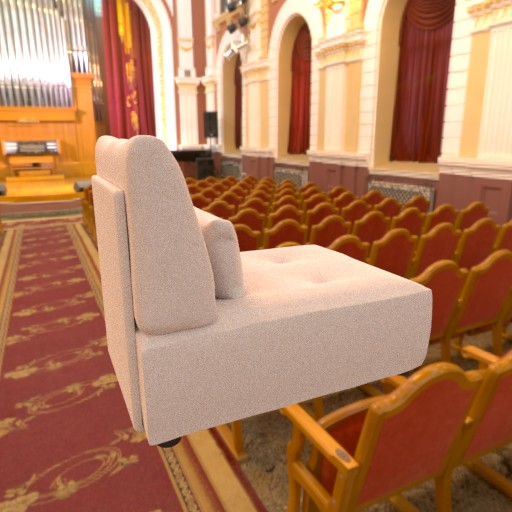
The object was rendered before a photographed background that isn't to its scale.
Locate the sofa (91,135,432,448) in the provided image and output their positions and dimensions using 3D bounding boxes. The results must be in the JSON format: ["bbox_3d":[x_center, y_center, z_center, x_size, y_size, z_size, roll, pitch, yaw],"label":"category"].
[{"bbox_3d":[0.000,0.000,1.562,1.000,0.820,0.700,-7,16,-25],"label":"sofa"}]
